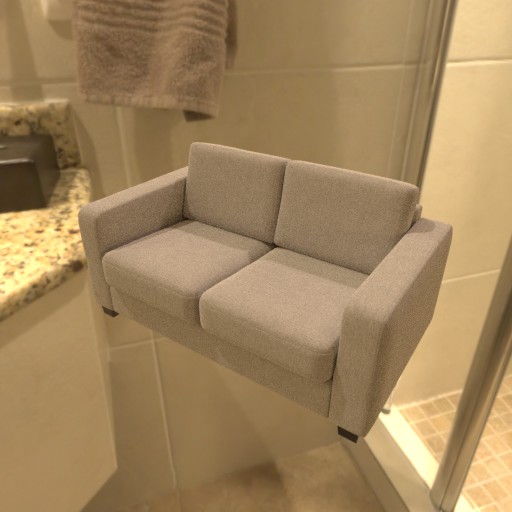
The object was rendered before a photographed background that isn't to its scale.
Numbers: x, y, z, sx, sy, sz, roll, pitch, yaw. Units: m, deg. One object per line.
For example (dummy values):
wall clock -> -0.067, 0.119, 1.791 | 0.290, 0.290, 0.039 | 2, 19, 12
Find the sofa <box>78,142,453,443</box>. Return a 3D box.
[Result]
sofa -> 0.000, 0.000, 2.099 | 1.540, 0.800, 0.900 | 19, 34, 30
